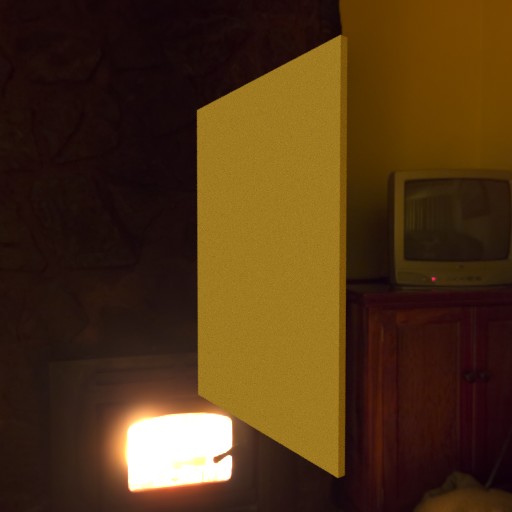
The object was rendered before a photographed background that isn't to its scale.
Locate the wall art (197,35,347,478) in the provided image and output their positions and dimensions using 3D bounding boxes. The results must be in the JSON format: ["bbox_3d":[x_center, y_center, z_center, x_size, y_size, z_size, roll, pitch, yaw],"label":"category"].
[{"bbox_3d":[0.000,0.000,0.610,0.010,0.474,0.325,-1,2,-35],"label":"wall art"}]
